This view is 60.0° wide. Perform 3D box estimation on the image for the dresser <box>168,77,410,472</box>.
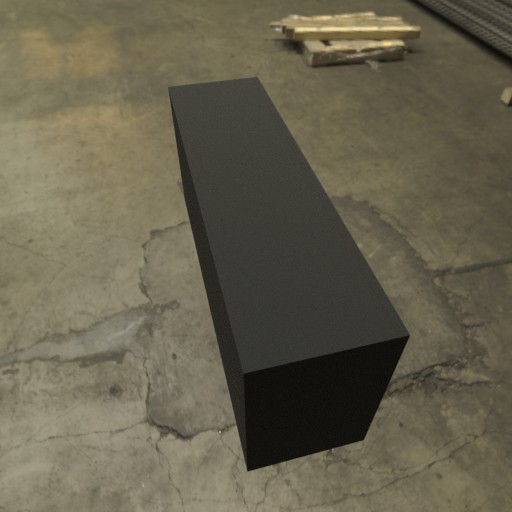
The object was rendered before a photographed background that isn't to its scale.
[{"bbox_3d":[0.000,0.000,1.936,0.463,0.872,1.558,-10,47,-10],"label":"dresser"}]
